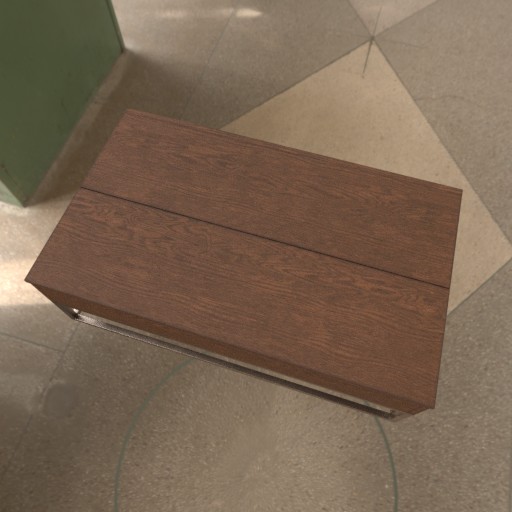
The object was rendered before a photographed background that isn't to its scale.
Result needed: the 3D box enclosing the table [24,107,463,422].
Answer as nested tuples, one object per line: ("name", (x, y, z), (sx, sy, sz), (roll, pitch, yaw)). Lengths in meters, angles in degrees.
("table", (0.000, 0.000, 1.504), (1.167, 0.361, 0.719), (16, 64, 8))
